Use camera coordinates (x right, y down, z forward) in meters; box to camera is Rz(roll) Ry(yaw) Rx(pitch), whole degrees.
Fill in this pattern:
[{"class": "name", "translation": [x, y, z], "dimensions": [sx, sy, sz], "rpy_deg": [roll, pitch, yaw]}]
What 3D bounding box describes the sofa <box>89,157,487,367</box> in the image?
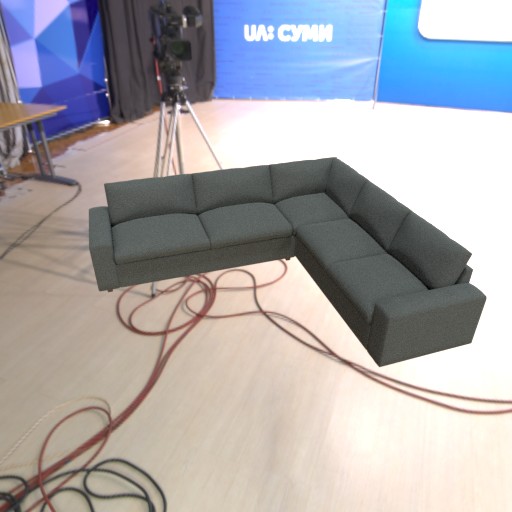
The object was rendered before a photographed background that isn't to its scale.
[{"class": "sofa", "translation": [0.000, 0.000, 4.629], "dimensions": [3.277, 0.965, 2.895], "rpy_deg": [-10, 33, -15]}]
